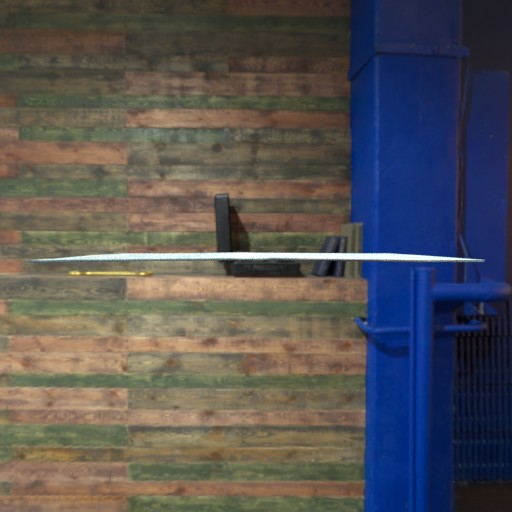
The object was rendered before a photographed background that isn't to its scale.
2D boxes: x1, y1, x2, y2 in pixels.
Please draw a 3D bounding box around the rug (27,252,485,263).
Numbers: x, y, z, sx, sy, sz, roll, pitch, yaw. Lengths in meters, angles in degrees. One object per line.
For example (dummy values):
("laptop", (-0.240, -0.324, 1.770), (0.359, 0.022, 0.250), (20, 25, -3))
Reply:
("rug", (0.000, 0.000, 2.969), (2.260, 0.026, 1.611), (0, 1, 1))
